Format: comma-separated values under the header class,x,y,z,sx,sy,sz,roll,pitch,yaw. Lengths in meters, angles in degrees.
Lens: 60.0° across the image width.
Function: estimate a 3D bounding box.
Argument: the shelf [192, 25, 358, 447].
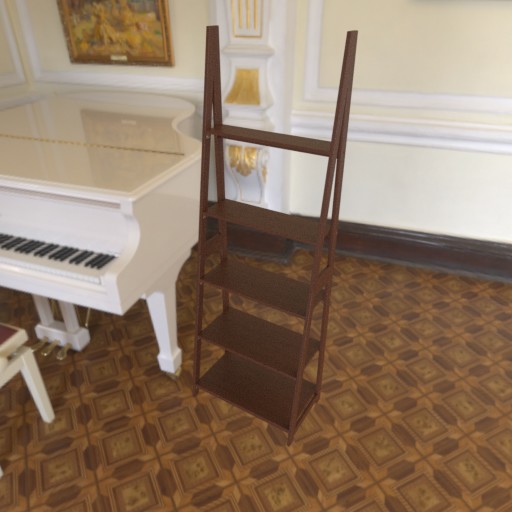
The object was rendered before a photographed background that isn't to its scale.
class,x,y,z,sx,sy,sz,roll,pitch,yaw
shelf,0.000,0.000,1.947,0.600,1.770,0.350,17,34,27
